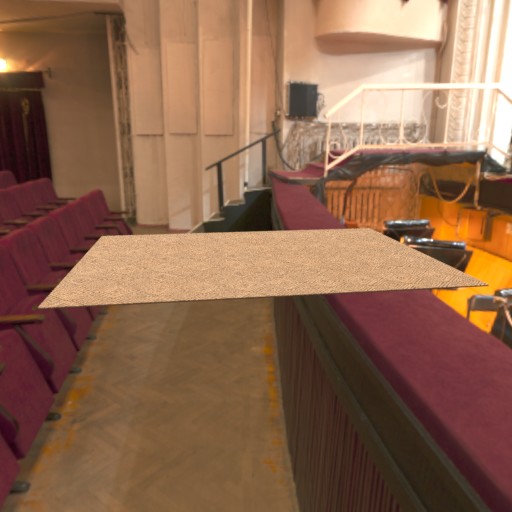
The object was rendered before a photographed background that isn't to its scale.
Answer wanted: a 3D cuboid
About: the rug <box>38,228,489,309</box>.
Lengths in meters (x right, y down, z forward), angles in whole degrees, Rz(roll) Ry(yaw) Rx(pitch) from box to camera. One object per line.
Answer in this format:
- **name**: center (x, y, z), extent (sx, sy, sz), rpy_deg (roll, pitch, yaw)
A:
- **rug**: center (0.000, 0.000, 2.926), extent (2.238, 0.008, 1.593), rpy_deg (-2, 15, -8)
